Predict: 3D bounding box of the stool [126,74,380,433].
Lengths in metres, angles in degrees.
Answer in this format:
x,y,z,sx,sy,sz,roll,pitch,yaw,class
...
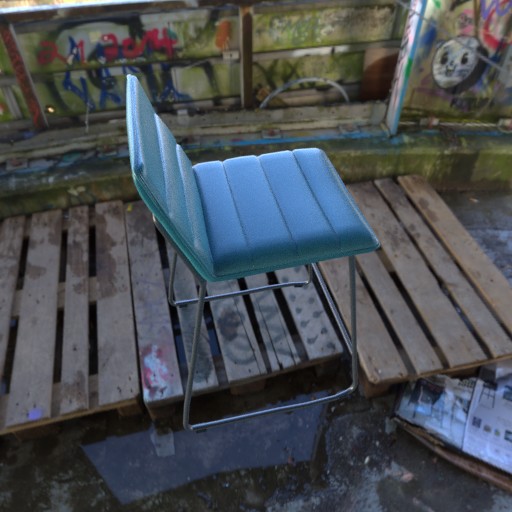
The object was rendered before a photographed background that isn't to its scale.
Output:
x,y,z,sx,sy,sz,roll,pitch,yaw,class
0.000,0.000,1.165,0.524,0.866,0.489,-9,46,-9,stool
